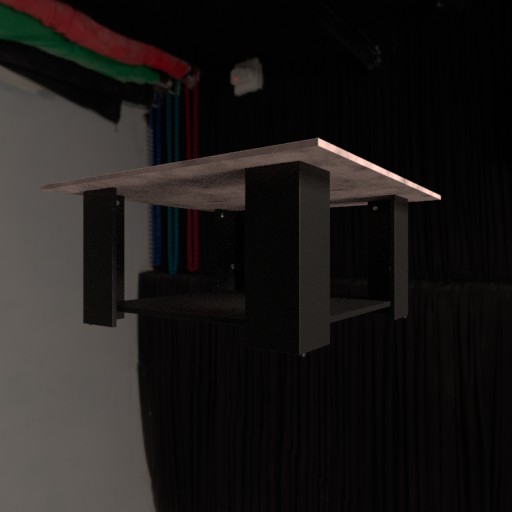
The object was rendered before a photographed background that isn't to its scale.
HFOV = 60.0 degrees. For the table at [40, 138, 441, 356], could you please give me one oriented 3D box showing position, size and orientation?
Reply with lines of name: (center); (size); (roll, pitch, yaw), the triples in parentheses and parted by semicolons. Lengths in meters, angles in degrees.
table: (0.000, 0.000, 1.039); (0.670, 0.305, 0.670); (0, 0, 35)
